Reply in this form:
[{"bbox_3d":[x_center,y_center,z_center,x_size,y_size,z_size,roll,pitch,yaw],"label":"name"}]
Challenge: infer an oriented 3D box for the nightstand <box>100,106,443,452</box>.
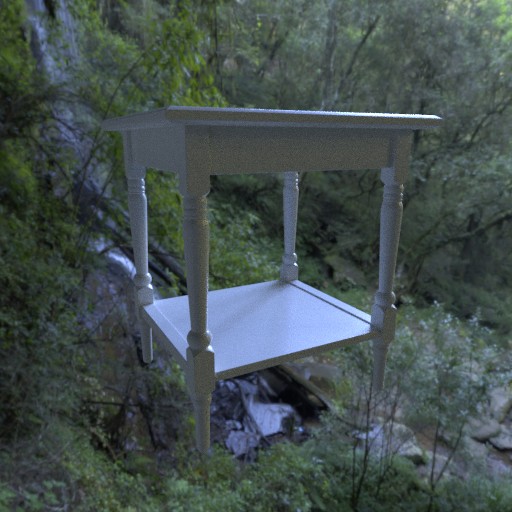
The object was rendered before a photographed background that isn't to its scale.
[{"bbox_3d":[0.000,0.000,0.932,0.505,0.555,0.459,-8,16,-27],"label":"nightstand"}]
